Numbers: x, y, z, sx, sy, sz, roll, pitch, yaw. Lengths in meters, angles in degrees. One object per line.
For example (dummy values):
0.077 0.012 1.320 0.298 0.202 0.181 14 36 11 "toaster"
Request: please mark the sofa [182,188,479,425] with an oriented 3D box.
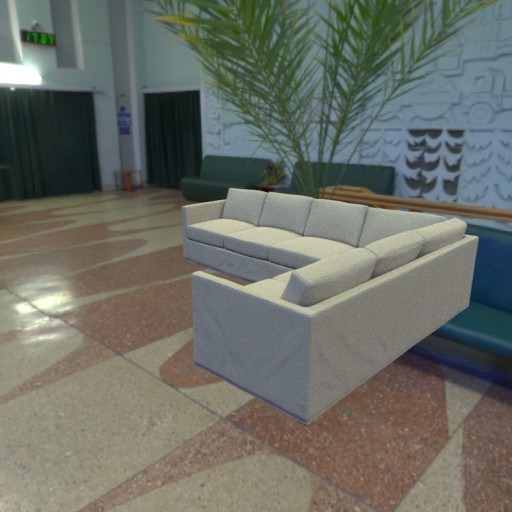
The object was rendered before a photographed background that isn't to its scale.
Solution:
0.000 0.000 4.226 3.182 0.871 2.432 16 22 43 "sofa"
